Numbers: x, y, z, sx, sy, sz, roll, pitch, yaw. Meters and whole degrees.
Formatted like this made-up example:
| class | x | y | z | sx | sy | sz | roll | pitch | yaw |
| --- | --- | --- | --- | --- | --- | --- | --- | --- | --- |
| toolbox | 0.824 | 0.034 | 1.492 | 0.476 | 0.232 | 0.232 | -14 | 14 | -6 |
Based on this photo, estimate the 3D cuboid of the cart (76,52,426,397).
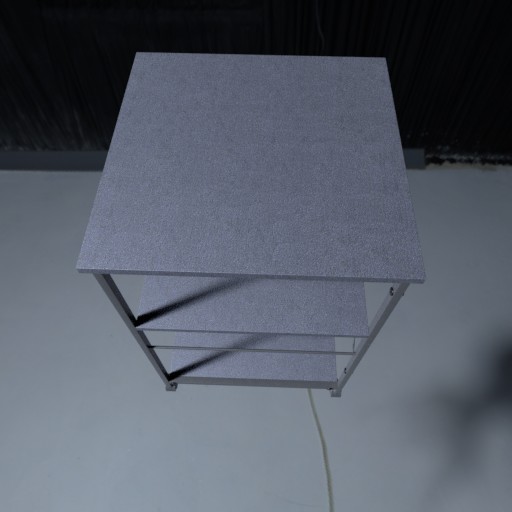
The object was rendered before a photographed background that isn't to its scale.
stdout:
| class | x | y | z | sx | sy | sz | roll | pitch | yaw |
| --- | --- | --- | --- | --- | --- | --- | --- | --- | --- |
| cart | 0.000 | 0.000 | 1.116 | 0.520 | 0.762 | 0.521 | 2 | 59 | 1 |
